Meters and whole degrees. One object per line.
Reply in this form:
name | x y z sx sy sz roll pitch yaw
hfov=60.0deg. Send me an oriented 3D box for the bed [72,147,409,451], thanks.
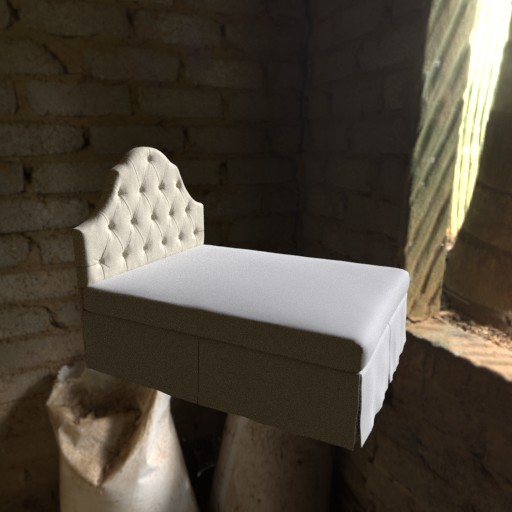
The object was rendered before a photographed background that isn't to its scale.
bed | 0.000 0.000 3.318 2.092 1.575 1.627 7 16 26
